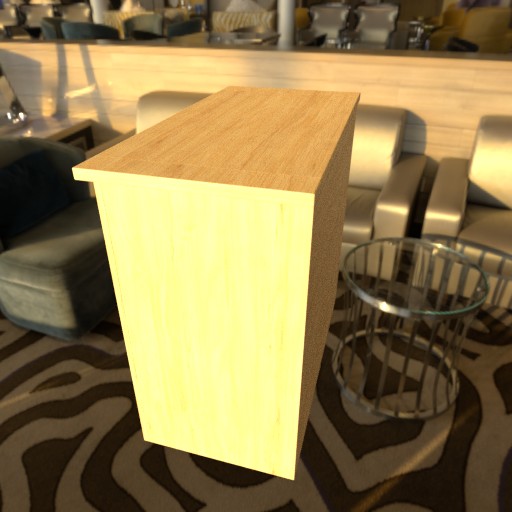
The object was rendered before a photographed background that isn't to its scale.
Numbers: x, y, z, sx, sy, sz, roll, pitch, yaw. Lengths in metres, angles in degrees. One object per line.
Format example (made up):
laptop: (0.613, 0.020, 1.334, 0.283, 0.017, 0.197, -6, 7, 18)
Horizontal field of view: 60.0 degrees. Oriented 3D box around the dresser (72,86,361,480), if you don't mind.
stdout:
dresser: (0.000, 0.000, 1.208, 0.410, 0.730, 0.800, 8, 32, 14)
